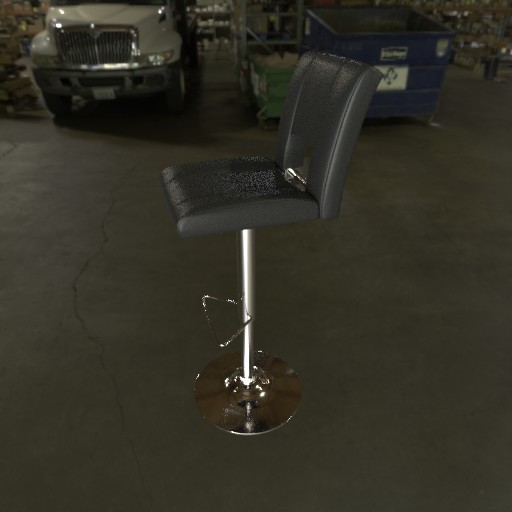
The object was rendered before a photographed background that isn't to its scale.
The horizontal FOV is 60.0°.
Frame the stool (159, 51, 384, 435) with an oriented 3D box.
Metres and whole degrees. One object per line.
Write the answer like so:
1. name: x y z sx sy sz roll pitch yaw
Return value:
1. stool: 0.000 0.000 1.404 0.520 1.151 0.415 -9 31 -15
